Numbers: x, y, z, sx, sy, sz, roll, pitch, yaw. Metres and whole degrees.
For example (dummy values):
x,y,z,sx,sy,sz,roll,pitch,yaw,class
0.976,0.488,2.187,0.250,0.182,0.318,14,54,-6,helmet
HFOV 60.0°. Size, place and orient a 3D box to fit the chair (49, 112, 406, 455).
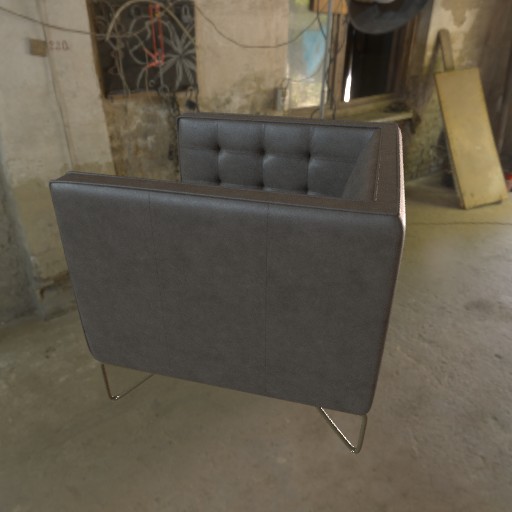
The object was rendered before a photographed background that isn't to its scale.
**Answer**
x,y,z,sx,sy,sz,roll,pitch,yaw,class
0.000,0.000,1.558,0.894,0.790,0.880,8,30,13,chair
